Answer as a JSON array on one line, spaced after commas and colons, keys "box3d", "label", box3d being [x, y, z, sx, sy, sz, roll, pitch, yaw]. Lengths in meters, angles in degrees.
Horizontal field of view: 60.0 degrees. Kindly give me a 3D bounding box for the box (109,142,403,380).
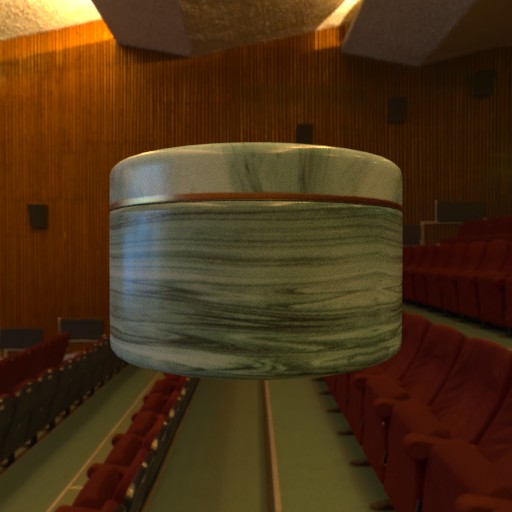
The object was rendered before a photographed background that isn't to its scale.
[{"box3d": [0.000, 0.000, 0.161, 0.101, 0.063, 0.101, 0, 1, 0], "label": "box"}]
